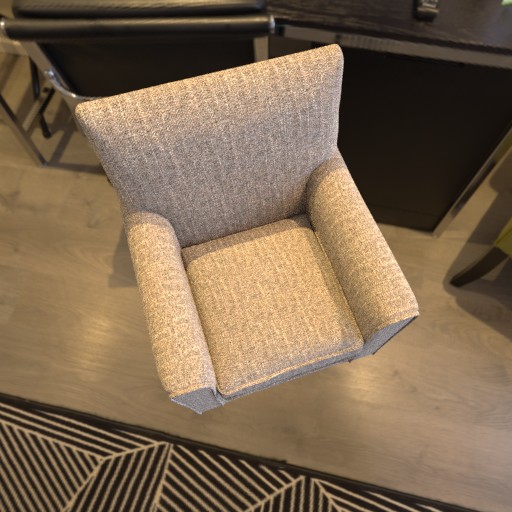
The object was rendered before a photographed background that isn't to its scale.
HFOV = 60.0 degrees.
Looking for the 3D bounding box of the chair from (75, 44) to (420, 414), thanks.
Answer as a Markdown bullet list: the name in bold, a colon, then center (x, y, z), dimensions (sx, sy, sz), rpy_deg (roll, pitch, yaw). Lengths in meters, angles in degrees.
- **chair**: center (0.000, 0.000, 1.610), dimensions (0.864, 0.928, 0.873), rpy_deg (-17, 65, -8)
